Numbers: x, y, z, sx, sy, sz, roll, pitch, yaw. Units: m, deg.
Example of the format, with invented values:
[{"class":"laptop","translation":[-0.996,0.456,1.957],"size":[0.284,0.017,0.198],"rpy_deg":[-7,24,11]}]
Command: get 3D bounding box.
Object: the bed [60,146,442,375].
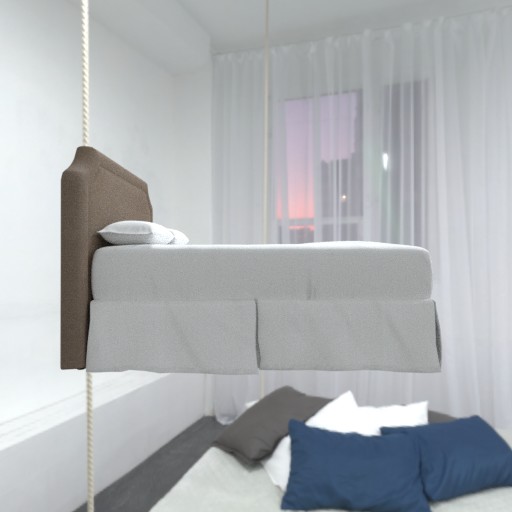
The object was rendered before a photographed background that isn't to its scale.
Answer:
[{"class":"bed","translation":[0.000,0.000,3.209],"size":[2.116,1.290,1.693],"rpy_deg":[0,0,0]}]
